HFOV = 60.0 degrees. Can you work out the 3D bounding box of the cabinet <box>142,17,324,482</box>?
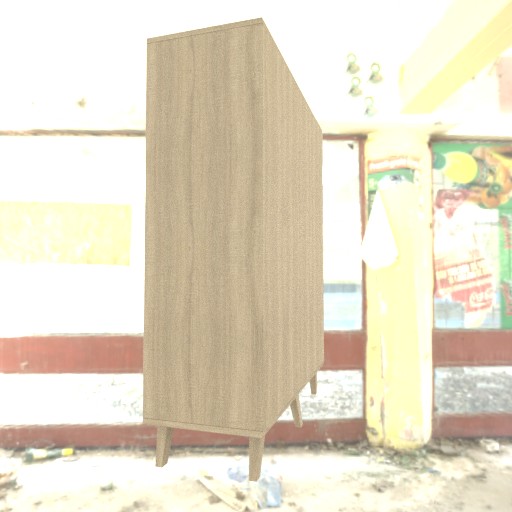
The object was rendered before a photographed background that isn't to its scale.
[{"bbox_3d":[0.000,0.000,1.889,0.398,1.388,1.111,-1,-2,18],"label":"cabinet"}]
